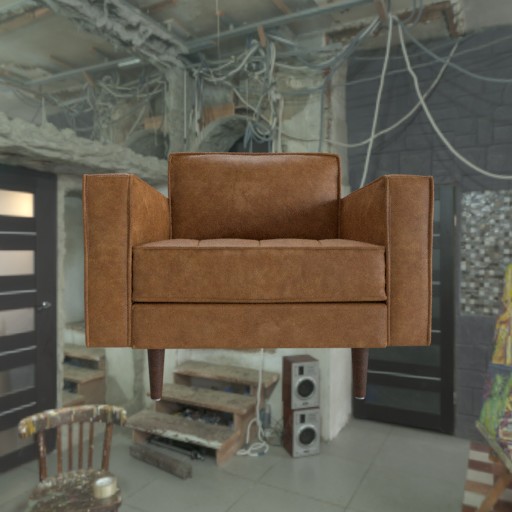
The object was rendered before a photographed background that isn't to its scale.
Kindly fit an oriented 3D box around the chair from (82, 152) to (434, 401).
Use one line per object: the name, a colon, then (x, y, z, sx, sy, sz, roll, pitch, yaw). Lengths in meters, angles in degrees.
chair: (0.000, 0.000, 1.490, 0.928, 0.767, 0.798, 0, 1, -1)
